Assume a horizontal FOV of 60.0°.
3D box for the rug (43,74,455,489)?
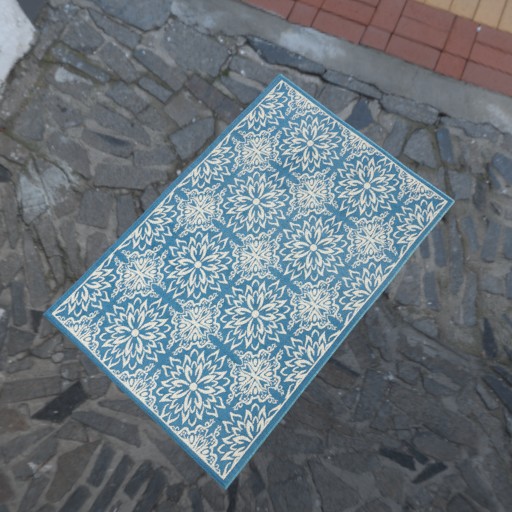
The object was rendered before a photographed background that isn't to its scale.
[{"bbox_3d":[0.000,0.000,3.436,1.830,0.018,2.769,40,79,10],"label":"rug"}]
